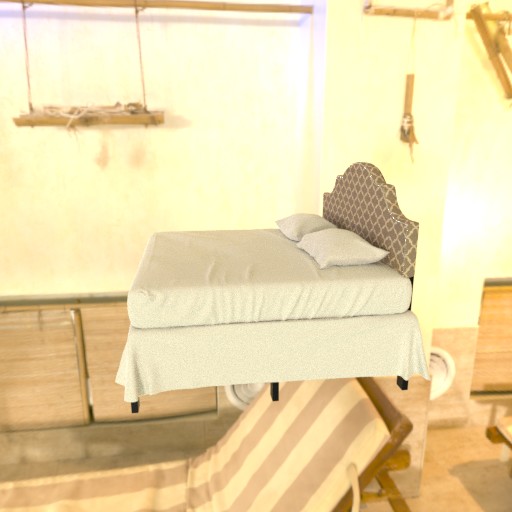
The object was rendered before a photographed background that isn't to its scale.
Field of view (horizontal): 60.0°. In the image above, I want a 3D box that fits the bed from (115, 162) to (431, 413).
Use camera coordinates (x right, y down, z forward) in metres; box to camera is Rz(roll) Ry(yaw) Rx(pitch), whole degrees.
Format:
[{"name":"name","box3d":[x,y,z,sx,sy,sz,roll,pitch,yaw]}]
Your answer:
[{"name":"bed","box3d":[0.000,0.000,3.886,2.222,1.601,2.314,-2,14,-8]}]
